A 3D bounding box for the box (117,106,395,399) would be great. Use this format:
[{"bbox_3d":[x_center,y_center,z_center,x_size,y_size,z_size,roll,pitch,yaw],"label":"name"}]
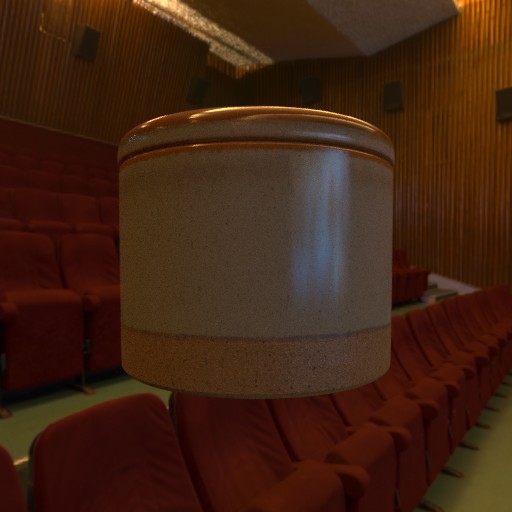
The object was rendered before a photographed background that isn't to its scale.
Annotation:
[{"bbox_3d":[0.000,0.000,0.206,0.123,0.100,0.123,0,-1,0],"label":"box"}]
